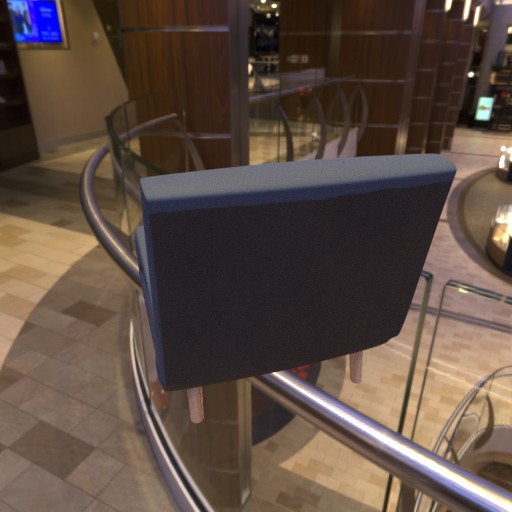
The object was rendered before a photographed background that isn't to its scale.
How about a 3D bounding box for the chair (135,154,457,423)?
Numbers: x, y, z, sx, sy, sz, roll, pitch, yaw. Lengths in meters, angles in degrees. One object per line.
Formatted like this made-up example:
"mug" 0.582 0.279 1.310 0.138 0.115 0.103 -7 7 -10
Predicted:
"chair" 0.000 0.000 1.514 0.770 0.808 0.900 -8 26 -17
